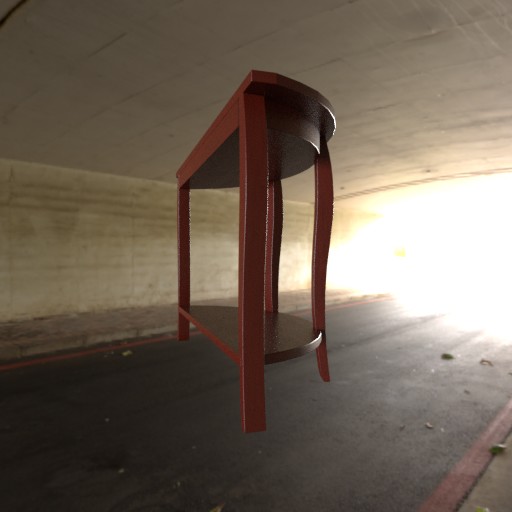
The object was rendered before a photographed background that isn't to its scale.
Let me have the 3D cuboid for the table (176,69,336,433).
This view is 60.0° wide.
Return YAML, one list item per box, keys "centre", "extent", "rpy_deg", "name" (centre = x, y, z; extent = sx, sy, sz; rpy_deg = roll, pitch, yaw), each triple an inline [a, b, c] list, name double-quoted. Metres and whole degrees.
- centre: [0.000, 0.000, 1.563]
  extent: [0.405, 0.779, 1.219]
  rpy_deg: [0, 0, -18]
  name: "table"
